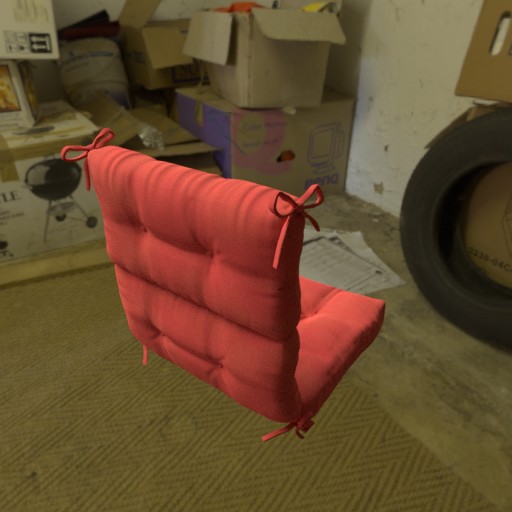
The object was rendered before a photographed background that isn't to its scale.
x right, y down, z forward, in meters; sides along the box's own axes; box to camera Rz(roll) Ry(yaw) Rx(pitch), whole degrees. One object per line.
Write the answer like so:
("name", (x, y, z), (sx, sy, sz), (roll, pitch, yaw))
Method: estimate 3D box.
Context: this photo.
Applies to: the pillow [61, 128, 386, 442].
("pillow", (0.000, 0.000, 1.024), (0.519, 0.605, 0.571), (20, 36, 31))
